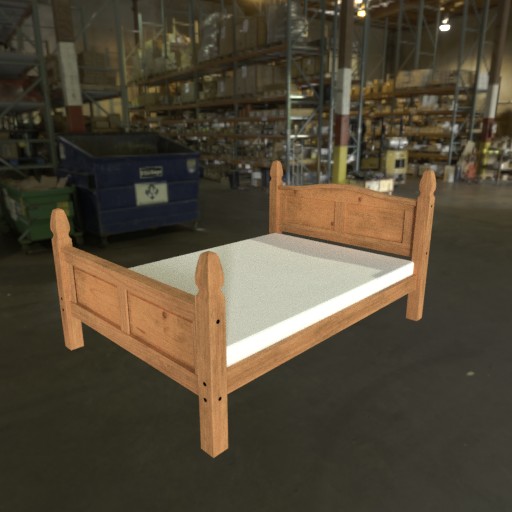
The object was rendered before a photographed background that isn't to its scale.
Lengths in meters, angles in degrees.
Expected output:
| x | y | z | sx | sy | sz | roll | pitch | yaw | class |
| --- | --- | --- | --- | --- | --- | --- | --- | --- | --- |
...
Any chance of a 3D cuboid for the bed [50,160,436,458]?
| x | y | z | sx | sy | sz | roll | pitch | yaw | class |
| --- | --- | --- | --- | --- | --- | --- | --- | --- | --- |
| 0.000 | 0.000 | 2.977 | 1.490 | 1.100 | 2.069 | 15 | 22 | 42 | bed |
